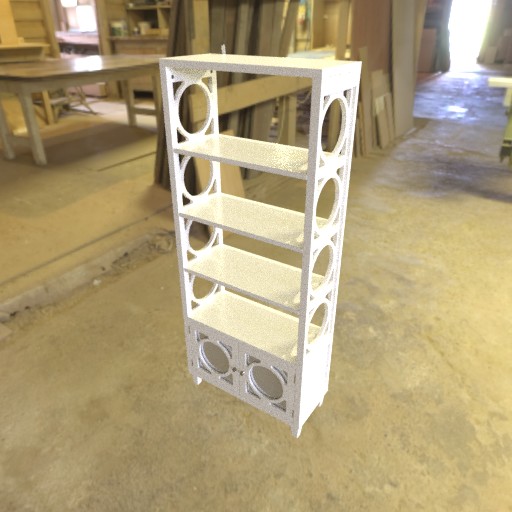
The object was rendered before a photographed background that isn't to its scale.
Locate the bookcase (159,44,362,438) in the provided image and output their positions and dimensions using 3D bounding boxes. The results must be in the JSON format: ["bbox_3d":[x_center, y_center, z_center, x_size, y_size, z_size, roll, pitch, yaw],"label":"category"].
[{"bbox_3d":[0.000,0.000,2.203,0.761,1.869,0.361,18,33,30],"label":"bookcase"}]
